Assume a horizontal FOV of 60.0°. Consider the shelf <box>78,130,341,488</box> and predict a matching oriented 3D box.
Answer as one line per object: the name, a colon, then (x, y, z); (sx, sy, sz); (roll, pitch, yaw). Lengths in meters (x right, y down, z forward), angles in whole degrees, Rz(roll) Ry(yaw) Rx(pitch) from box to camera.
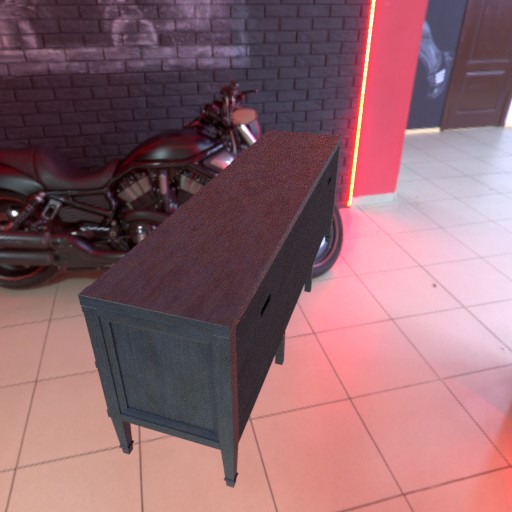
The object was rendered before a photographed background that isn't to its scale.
shelf: (0.000, 0.000, 2.152); (0.471, 0.715, 1.878); (9, 32, 16)
